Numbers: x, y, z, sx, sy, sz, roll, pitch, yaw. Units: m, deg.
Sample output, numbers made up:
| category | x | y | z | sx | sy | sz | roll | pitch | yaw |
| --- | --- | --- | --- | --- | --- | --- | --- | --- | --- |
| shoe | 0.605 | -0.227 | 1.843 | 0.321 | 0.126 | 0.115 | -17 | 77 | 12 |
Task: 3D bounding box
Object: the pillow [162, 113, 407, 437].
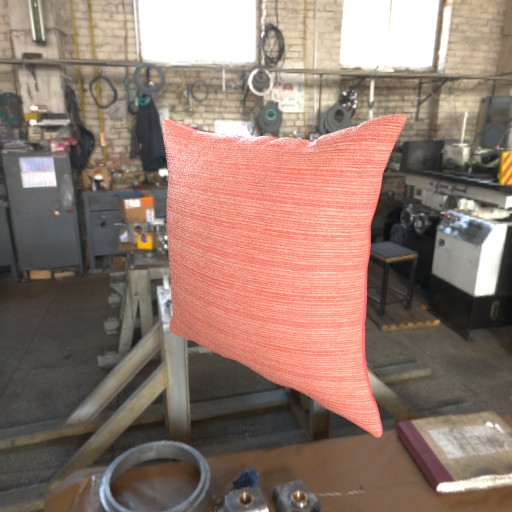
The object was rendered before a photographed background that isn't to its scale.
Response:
| category | x | y | z | sx | sy | sz | roll | pitch | yaw |
| --- | --- | --- | --- | --- | --- | --- | --- | --- | --- |
| pillow | 0.000 | 0.000 | 0.827 | 0.559 | 0.501 | 0.229 | 15 | 23 | 41 |
